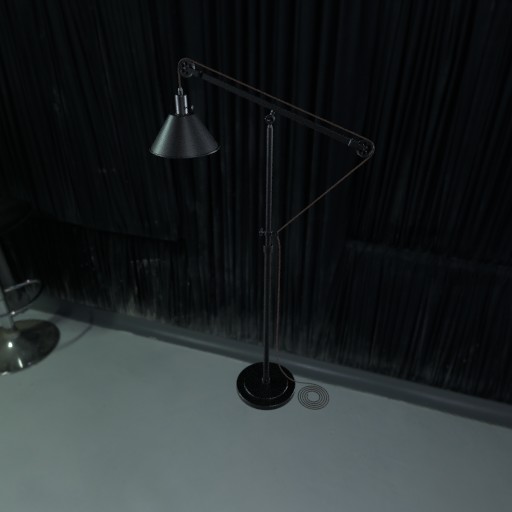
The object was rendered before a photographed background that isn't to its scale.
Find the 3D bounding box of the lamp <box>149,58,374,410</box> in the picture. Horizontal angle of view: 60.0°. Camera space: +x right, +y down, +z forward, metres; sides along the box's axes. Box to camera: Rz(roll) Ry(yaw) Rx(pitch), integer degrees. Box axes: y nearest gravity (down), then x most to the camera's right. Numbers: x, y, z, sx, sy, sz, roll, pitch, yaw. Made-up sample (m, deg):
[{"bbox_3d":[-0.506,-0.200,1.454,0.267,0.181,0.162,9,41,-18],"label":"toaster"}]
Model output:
[{"bbox_3d":[0.000,0.000,2.003,0.904,1.626,0.319,9,32,14],"label":"lamp"}]
